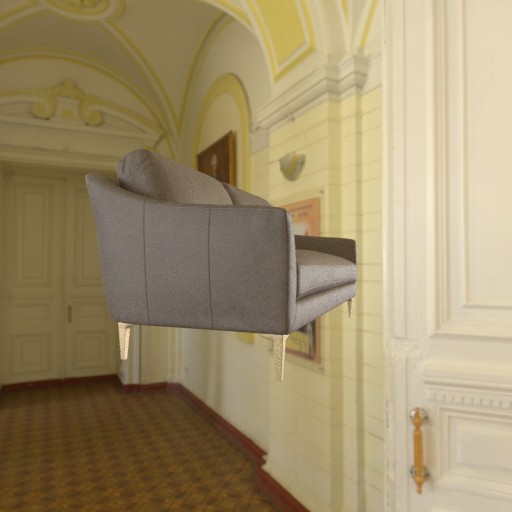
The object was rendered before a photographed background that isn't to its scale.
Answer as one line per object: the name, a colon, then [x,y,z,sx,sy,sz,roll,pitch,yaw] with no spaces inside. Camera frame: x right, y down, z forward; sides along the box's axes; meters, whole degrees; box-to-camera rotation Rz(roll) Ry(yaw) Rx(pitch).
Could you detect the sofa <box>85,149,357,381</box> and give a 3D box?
sofa: [0.000,0.000,2.583,0.960,0.902,2.036,0,-1,19]
